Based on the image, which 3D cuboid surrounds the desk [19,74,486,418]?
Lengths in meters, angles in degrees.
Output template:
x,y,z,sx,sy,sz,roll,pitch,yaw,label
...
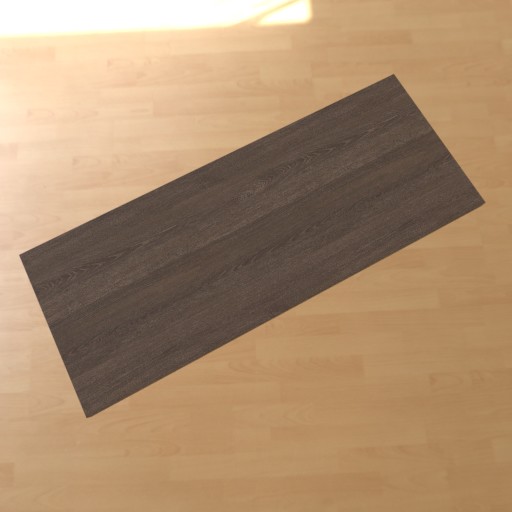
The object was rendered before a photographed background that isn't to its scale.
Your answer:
x,y,z,sx,sy,sz,roll,pitch,yaw,label
0.000,0.000,1.912,1.524,0.760,0.600,-27,77,-7,desk
